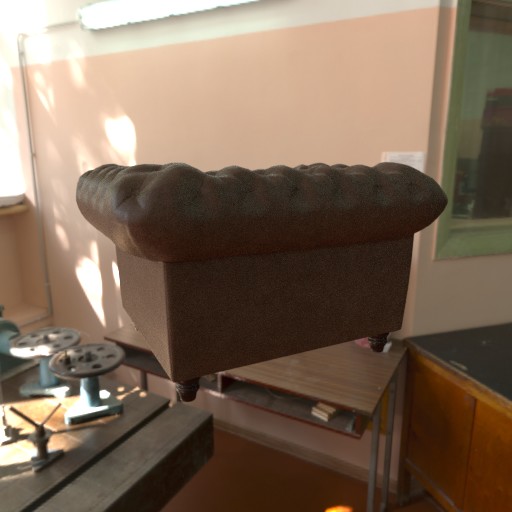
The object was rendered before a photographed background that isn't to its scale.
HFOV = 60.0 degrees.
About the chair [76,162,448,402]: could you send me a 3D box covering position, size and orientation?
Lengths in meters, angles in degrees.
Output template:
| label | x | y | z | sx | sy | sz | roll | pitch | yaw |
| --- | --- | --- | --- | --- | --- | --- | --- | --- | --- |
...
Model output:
| label | x | y | z | sx | sy | sz | roll | pitch | yaw |
| --- | --- | --- | --- | --- | --- | --- | --- | --- | --- |
| chair | 0.000 | 0.000 | 1.865 | 1.298 | 0.784 | 0.954 | -7 | 14 | -26 |
